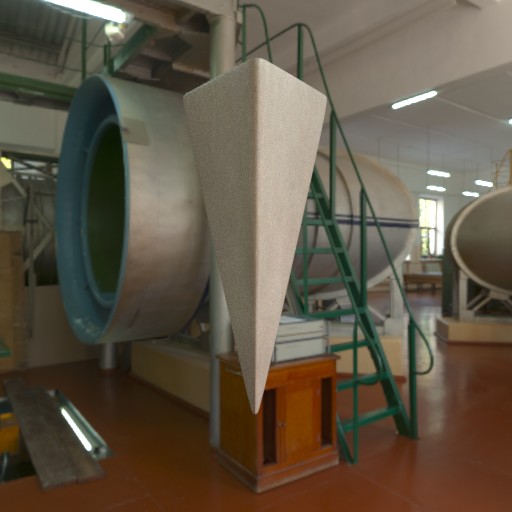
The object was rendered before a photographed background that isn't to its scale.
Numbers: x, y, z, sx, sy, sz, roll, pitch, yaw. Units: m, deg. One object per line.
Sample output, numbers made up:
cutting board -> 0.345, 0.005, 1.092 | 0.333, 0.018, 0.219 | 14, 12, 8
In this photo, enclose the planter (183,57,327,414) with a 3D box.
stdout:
planter -> 0.000, 0.000, 0.277 | 0.101, 0.224, 0.081 | 0, 0, -1
